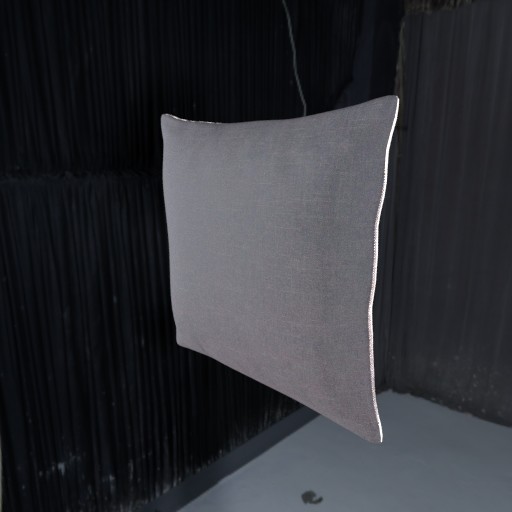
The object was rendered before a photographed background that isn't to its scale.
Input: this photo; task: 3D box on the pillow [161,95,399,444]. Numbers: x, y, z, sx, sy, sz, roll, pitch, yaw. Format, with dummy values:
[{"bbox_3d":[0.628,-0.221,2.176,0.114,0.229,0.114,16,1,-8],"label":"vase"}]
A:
[{"bbox_3d":[0.000,0.000,0.789,0.523,0.506,0.166,13,19,43],"label":"pillow"}]
